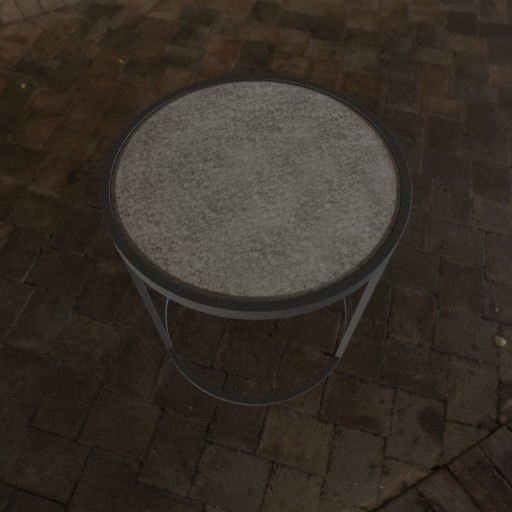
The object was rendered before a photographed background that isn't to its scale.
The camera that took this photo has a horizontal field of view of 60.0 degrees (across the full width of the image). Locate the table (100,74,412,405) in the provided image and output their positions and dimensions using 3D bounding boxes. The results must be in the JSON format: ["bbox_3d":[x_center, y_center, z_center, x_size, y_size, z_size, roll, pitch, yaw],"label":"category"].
[{"bbox_3d":[0.000,0.000,0.890,0.470,0.498,0.470,0,58,0],"label":"table"}]
